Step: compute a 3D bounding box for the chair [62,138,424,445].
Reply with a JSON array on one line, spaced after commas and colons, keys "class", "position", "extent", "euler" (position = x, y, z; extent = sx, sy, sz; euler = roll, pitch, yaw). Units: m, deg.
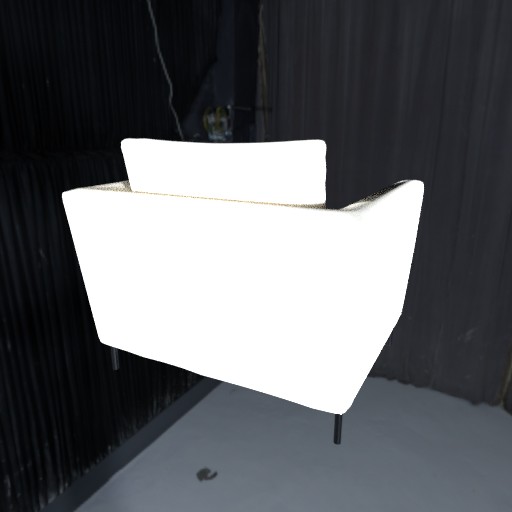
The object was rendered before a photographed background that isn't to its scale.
[{"class": "chair", "position": [0.000, 0.000, 1.665], "extent": [1.041, 0.865, 0.889], "euler": [8, 18, 27]}]
